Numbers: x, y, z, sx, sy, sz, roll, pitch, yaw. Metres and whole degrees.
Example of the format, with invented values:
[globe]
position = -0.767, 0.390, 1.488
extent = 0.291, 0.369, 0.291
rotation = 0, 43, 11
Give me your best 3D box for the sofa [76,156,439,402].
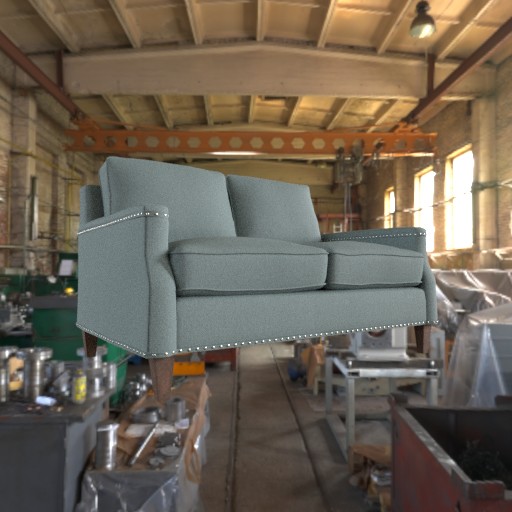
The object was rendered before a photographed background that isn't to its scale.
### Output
[sofa]
position = 0.000, 0.000, 2.288
extent = 1.597, 1.003, 1.084
rotation = 1, -2, -35
